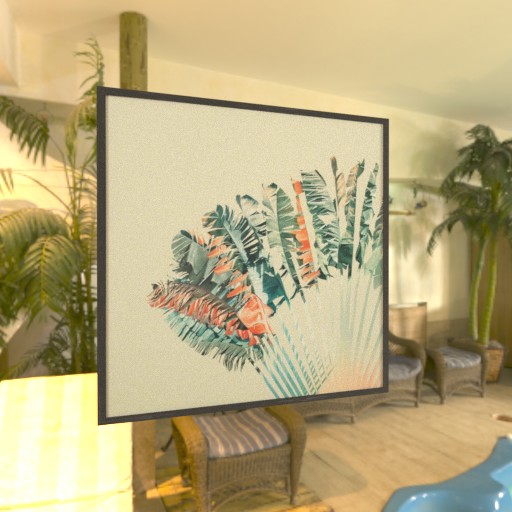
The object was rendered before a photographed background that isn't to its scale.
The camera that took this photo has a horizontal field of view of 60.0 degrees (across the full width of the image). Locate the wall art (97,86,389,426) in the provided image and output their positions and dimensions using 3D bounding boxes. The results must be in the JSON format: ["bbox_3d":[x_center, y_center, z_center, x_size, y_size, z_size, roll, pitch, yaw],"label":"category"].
[{"bbox_3d":[0.000,0.000,1.129,0.762,0.758,0.043,0,0,-18],"label":"wall art"}]
